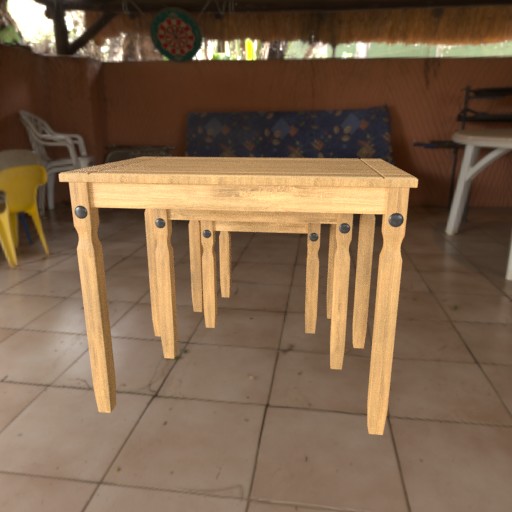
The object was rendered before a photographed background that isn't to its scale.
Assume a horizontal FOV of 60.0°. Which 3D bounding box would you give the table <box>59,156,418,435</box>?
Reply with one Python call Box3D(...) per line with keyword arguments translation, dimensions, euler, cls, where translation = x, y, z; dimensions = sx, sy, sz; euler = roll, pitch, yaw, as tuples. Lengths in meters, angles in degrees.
Box3D(translation=(0.000, 0.000, 1.246), dimensions=(0.660, 0.535, 0.773), euler=(2, 17, 7), cls="table")
